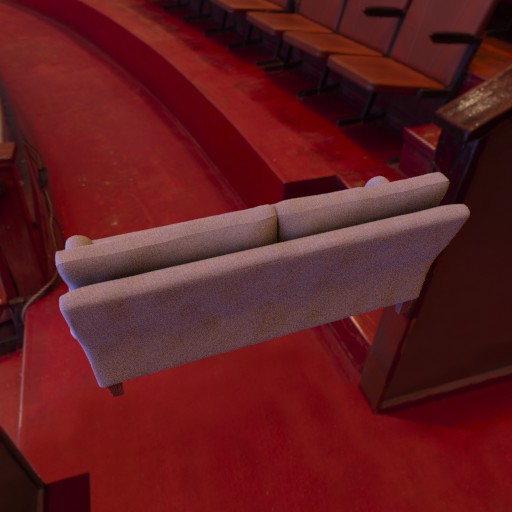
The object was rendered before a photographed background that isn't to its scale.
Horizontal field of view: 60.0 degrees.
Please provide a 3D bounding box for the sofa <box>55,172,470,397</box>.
[{"bbox_3d":[0.000,0.000,2.789,2.193,1.096,1.069,-13,42,-15],"label":"sofa"}]
